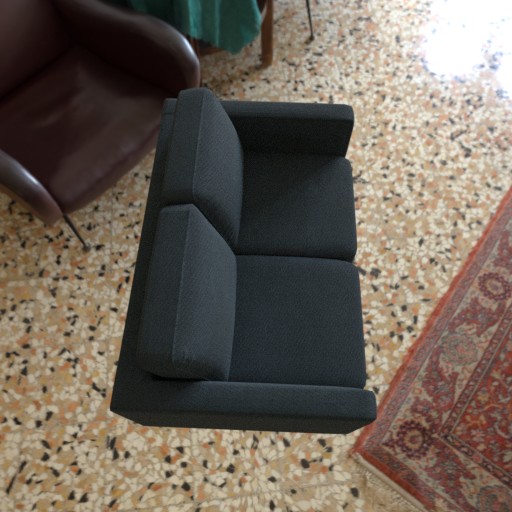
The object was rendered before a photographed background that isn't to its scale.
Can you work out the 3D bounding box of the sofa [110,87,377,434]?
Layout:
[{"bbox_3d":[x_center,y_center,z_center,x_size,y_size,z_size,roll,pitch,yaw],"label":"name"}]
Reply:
[{"bbox_3d":[0.000,0.000,2.127,0.999,0.930,1.518,2,64,1],"label":"sofa"}]
